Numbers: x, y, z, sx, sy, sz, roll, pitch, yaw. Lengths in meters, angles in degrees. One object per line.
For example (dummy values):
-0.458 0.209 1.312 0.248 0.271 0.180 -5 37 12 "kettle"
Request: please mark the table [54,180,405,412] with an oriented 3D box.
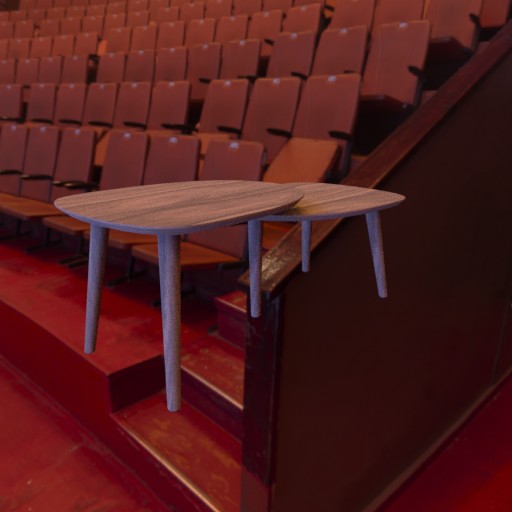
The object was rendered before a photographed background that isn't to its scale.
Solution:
0.000 0.000 1.376 1.084 0.429 0.527 -17 24 -42 "table"
